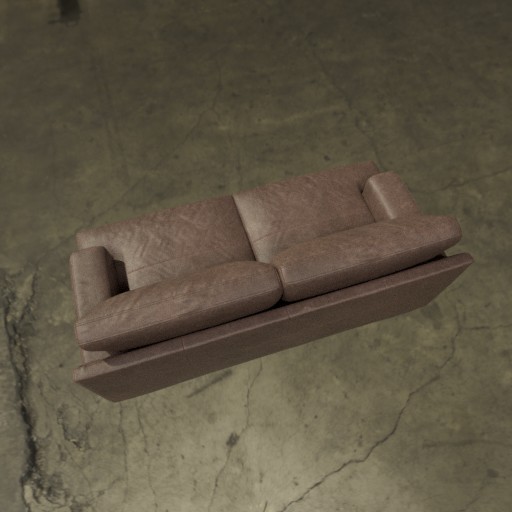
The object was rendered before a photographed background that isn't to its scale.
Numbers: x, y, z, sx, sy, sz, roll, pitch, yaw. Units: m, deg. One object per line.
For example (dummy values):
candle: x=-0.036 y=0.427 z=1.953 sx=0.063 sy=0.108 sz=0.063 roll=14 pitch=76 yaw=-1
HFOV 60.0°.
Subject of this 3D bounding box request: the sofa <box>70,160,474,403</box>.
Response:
sofa: x=0.000 y=0.000 z=2.786 sx=2.261 sy=0.941 sz=1.143 roll=-15 pitch=60 yaw=-9
